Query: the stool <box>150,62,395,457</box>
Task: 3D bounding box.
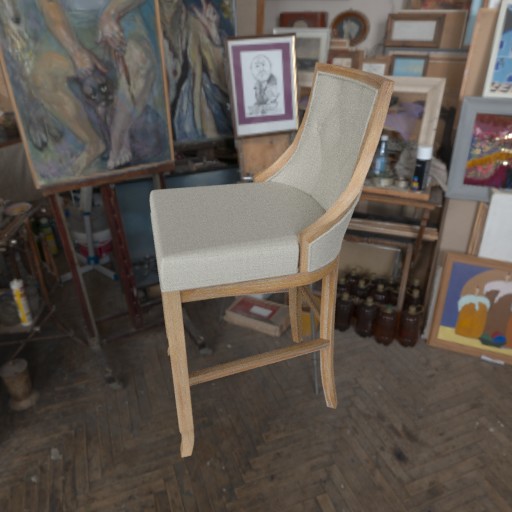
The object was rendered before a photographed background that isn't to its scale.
[{"bbox_3d":[0.000,0.000,1.432,0.626,1.101,0.524,-7,30,-13],"label":"stool"}]
